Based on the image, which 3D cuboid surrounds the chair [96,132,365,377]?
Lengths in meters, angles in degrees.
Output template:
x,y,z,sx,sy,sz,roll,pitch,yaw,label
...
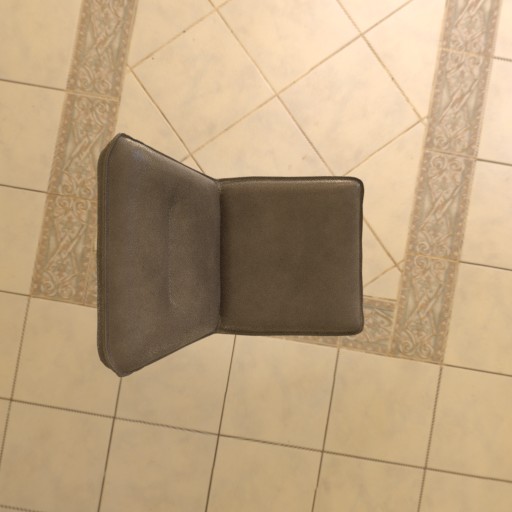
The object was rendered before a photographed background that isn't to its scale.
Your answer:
x,y,z,sx,sy,sz,roll,pitch,yaw,label
0.000,0.000,1.373,0.688,0.932,0.515,0,90,-1,chair
